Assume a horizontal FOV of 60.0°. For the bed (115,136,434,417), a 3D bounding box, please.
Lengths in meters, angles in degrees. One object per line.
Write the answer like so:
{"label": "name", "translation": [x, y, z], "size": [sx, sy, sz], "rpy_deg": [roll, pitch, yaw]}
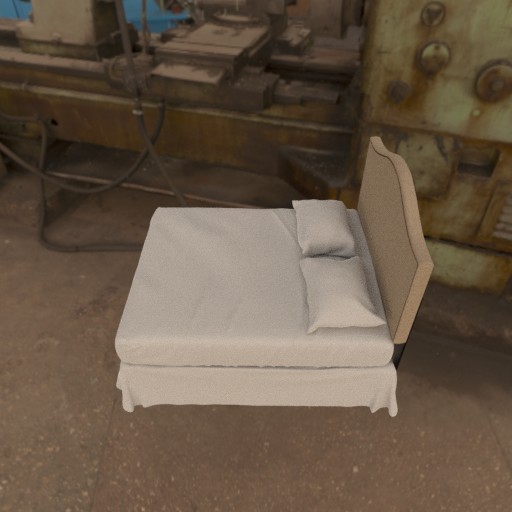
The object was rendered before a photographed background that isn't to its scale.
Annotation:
{"label": "bed", "translation": [0.000, 0.000, 3.543], "size": [2.221, 1.645, 1.876], "rpy_deg": [1, 42, 1]}
